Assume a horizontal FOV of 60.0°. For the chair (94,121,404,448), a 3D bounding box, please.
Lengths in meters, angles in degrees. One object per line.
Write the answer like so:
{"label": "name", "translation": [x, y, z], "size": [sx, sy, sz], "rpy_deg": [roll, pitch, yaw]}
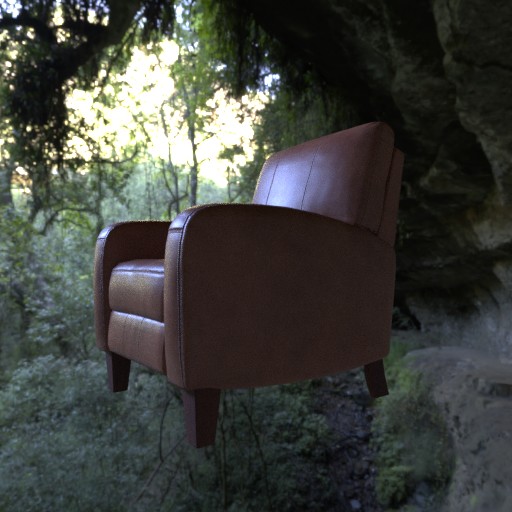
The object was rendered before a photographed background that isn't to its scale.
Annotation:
{"label": "chair", "translation": [0.000, 0.000, 1.638], "size": [0.990, 0.990, 0.762], "rpy_deg": [1, -1, -37]}
